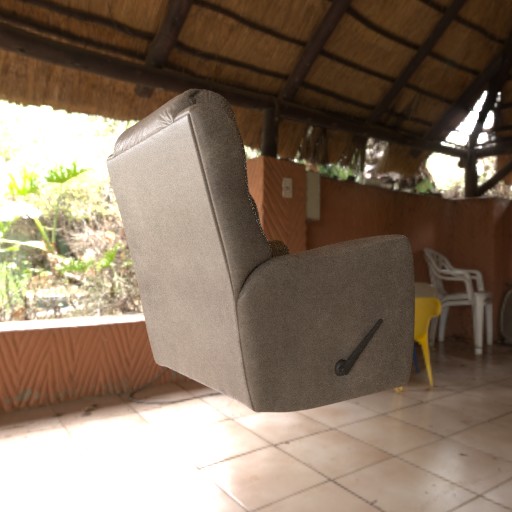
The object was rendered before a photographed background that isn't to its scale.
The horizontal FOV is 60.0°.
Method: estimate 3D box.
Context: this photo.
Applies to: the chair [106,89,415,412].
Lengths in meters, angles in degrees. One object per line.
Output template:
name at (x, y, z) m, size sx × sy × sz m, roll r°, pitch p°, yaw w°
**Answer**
chair at (0.000, 0.000, 1.939) m, size 1.068 × 1.116 × 0.967 m, roll 0°, pitch -1°, yaw -35°
